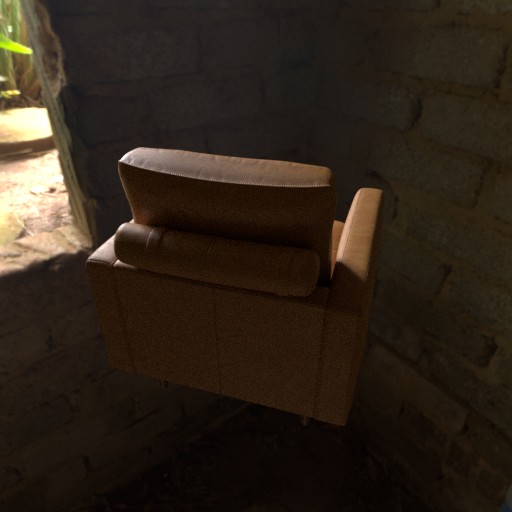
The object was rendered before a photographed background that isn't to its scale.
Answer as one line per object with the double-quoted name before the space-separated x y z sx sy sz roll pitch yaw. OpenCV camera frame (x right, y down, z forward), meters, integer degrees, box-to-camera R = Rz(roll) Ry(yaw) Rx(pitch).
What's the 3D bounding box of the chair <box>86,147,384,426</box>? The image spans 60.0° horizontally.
"chair" 0.000 0.000 1.573 0.831 0.896 0.868 9 33 15
